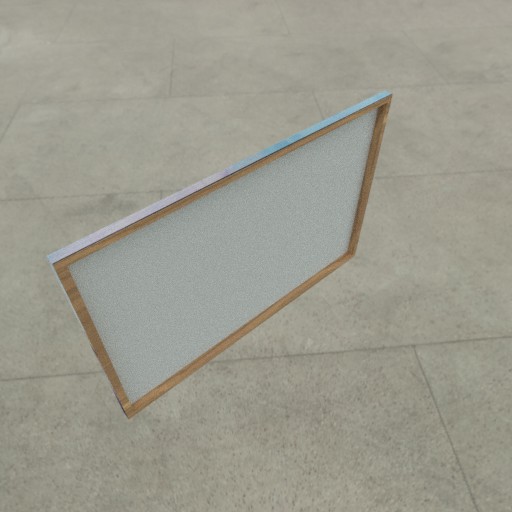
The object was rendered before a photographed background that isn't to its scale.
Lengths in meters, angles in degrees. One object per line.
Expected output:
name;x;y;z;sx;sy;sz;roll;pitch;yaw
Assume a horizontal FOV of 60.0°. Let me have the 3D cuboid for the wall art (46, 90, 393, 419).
wall art;0.000;0.000;0.771;0.604;0.402;0.018;-32;54;-27
